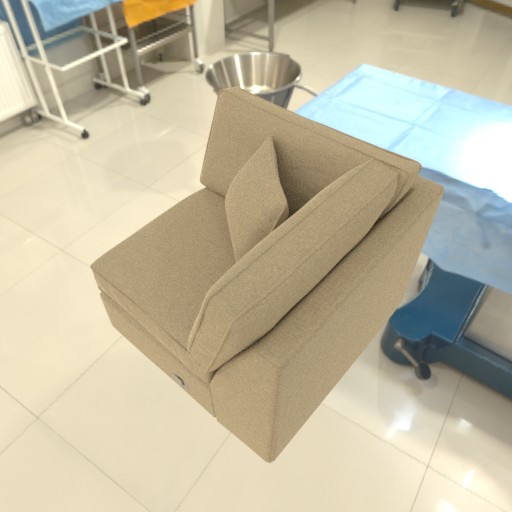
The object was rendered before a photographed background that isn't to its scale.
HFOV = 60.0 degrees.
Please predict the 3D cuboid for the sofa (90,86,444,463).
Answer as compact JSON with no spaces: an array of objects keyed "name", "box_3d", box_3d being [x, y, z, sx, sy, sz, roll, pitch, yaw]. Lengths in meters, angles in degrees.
[{"name":"sofa","box_3d":[0.000,0.000,1.979,1.084,1.002,1.146,32,54,27]}]
